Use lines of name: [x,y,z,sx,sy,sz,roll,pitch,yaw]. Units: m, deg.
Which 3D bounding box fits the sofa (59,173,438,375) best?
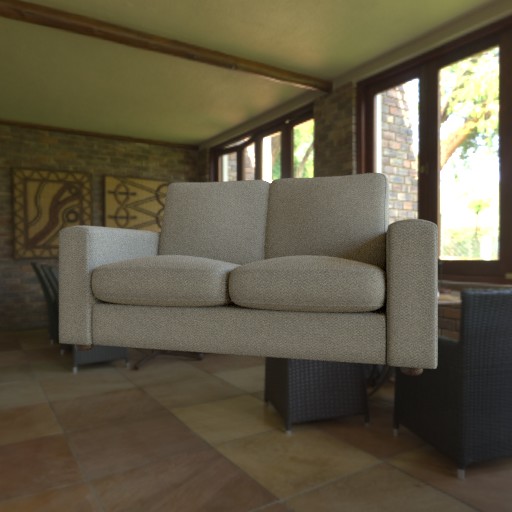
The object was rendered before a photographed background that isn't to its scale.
sofa: [0.000,0.000,2.236,1.616,0.873,1.016,0,1,16]
